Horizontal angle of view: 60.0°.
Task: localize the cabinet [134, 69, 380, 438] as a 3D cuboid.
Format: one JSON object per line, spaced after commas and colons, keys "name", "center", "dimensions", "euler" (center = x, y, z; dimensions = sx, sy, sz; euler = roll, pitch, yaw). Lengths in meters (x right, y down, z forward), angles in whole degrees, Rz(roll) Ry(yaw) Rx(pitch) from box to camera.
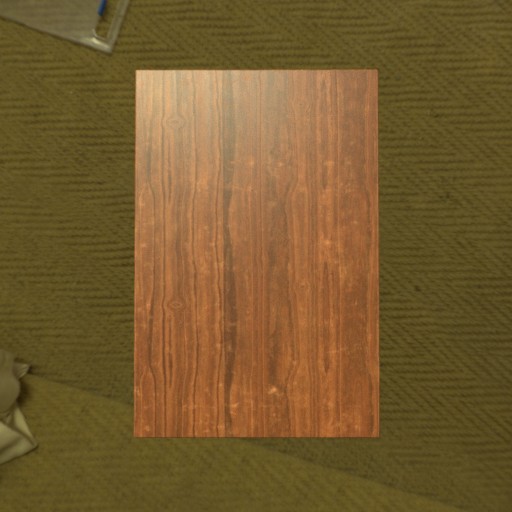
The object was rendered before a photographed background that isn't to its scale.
{"name": "cabinet", "center": [0.000, 0.000, 1.076], "dimensions": [0.410, 0.695, 0.607], "euler": [0, 89, 0]}
